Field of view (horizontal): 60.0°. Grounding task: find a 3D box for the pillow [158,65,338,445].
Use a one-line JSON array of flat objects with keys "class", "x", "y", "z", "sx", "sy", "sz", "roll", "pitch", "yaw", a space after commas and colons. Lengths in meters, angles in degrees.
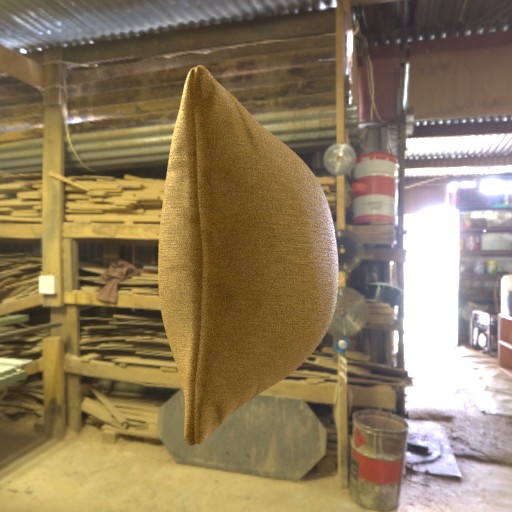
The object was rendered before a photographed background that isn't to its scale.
[{"class": "pillow", "x": 0.000, "y": 0.000, "z": 0.681, "sx": 0.247, "sy": 0.417, "sz": 0.435, "roll": 0, "pitch": 0, "yaw": 18}]
